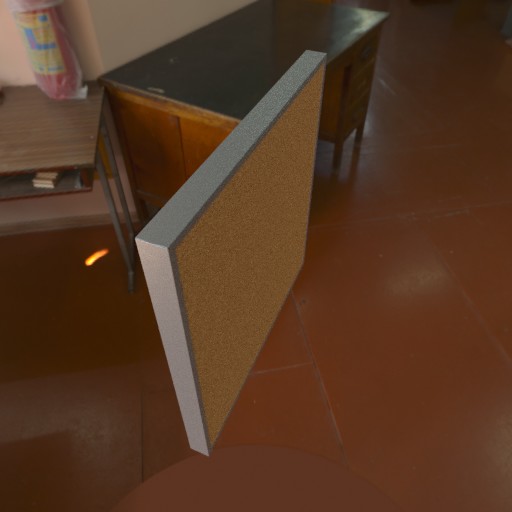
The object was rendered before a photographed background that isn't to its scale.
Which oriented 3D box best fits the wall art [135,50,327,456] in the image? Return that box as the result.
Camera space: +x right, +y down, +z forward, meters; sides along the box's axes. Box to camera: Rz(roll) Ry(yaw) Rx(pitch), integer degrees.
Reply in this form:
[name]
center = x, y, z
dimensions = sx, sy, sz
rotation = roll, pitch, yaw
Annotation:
[wall art]
center = 0.000, 0.000, 0.523
dimensions = 0.028, 0.349, 0.349
rotation = 17, 48, 16
